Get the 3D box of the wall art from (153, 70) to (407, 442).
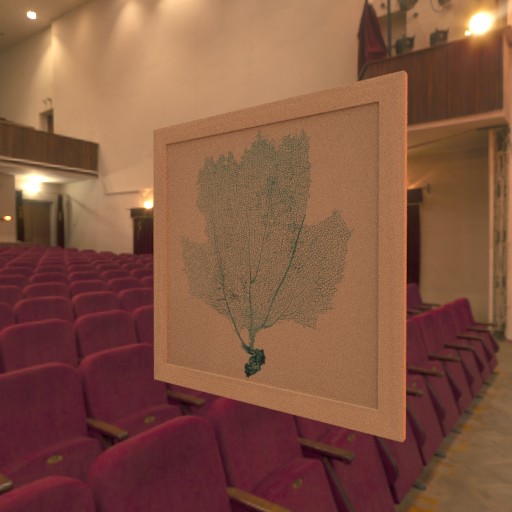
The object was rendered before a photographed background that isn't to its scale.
[{"bbox_3d":[0.000,0.000,0.872,0.584,0.584,0.013,1,1,36],"label":"wall art"}]
